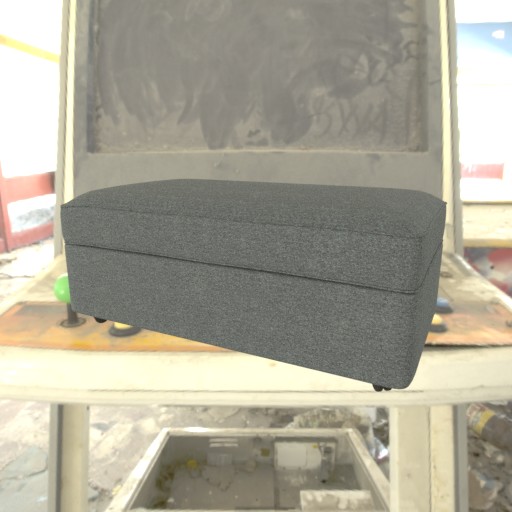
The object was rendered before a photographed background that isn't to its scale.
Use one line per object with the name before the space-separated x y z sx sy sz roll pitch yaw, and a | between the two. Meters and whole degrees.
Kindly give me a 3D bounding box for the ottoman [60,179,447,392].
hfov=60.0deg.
ottoman | 0.000 0.000 1.563 1.173 0.494 0.681 7 16 26
